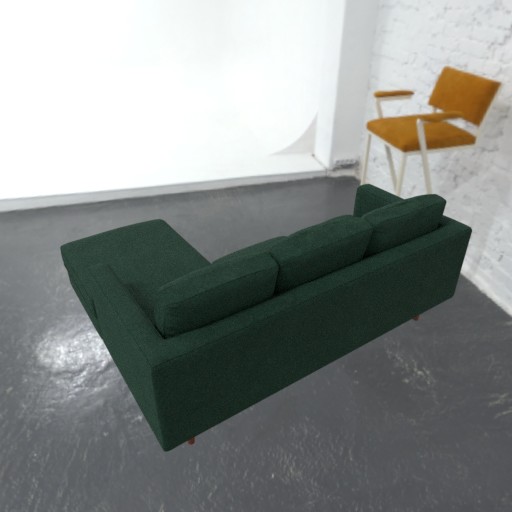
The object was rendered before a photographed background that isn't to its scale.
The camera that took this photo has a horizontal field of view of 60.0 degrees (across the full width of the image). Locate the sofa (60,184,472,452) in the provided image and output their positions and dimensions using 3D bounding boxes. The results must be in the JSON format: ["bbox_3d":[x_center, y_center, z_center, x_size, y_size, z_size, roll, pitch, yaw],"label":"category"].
[{"bbox_3d":[0.000,0.000,2.803,2.030,0.899,1.580,-19,36,-29],"label":"sofa"}]
